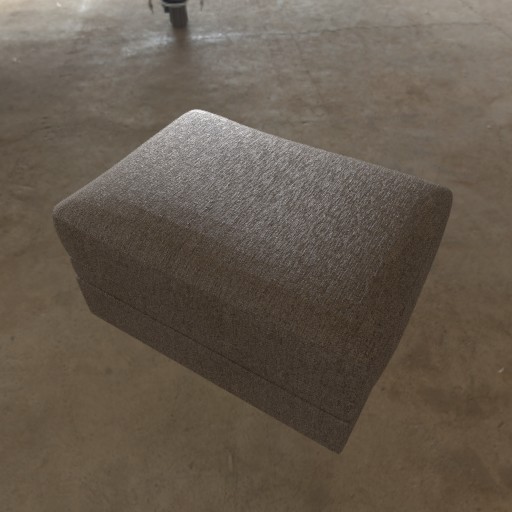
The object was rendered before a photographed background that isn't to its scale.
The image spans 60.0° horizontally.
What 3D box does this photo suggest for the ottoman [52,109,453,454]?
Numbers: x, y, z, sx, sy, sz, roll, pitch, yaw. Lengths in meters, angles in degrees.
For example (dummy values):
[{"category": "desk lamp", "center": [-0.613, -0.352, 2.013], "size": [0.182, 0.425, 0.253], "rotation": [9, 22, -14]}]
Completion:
[{"category": "ottoman", "center": [0.000, 0.000, 1.259], "size": [0.885, 0.478, 0.637], "rotation": [23, 51, 21]}]
